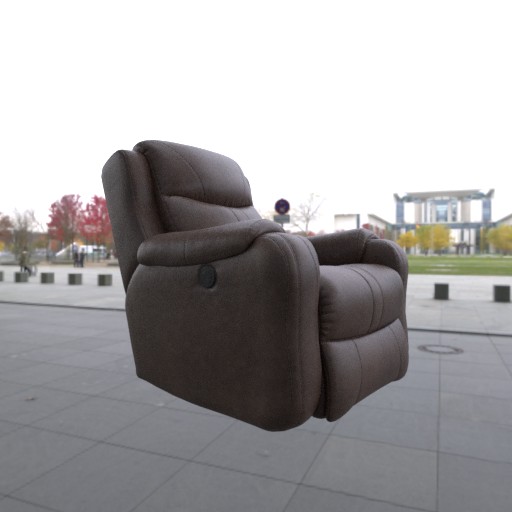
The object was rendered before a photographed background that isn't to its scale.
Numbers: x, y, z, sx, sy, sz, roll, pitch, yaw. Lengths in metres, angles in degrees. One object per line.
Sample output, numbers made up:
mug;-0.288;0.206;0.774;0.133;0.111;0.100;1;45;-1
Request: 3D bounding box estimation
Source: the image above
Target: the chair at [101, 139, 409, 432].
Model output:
chair;0.000;0.000;1.805;1.067;0.990;0.940;0;1;38
